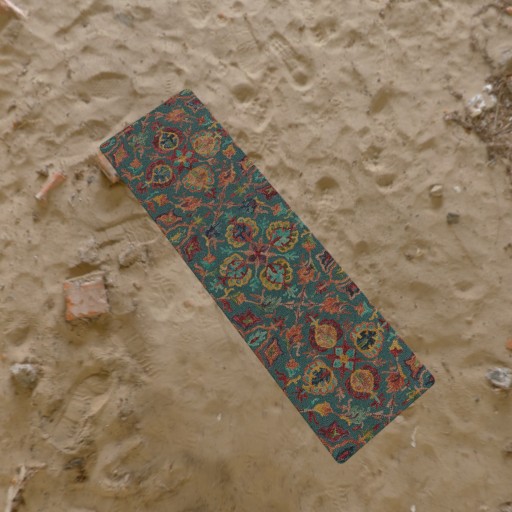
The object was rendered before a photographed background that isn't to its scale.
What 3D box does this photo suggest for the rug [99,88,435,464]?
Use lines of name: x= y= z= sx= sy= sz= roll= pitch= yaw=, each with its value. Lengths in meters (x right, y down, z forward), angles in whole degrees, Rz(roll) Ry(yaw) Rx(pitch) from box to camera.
rug: x=0.000 y=0.000 z=2.546 sx=0.686 sy=0.013 sz=2.286 roll=-37 pitch=79 yaw=-9
